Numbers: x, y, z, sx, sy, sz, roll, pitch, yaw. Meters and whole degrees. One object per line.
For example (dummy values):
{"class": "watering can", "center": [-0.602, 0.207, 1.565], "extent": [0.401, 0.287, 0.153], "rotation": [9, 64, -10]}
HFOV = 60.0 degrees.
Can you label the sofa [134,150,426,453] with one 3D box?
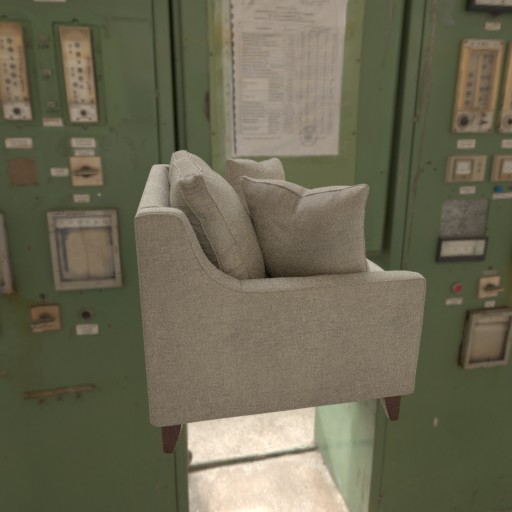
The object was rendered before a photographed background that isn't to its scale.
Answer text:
{"class": "sofa", "center": [0.000, 0.000, 1.976], "extent": [0.915, 0.863, 1.422], "rotation": [-3, 17, -11]}
